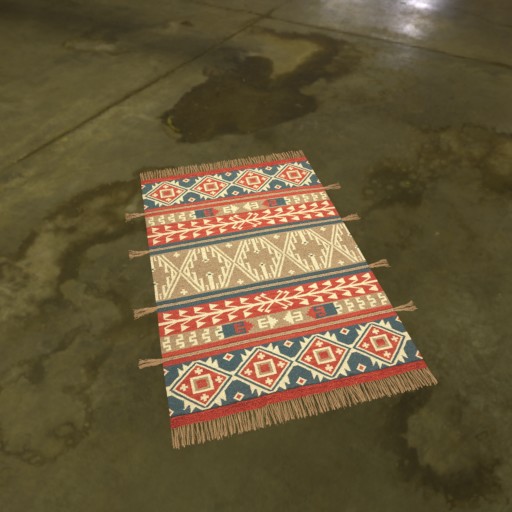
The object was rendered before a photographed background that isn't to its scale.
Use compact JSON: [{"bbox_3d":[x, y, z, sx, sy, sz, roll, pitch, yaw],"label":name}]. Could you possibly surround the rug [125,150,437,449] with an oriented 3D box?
[{"bbox_3d":[0.000,0.000,3.174,1.778,0.048,2.450,-10,47,-10],"label":"rug"}]
